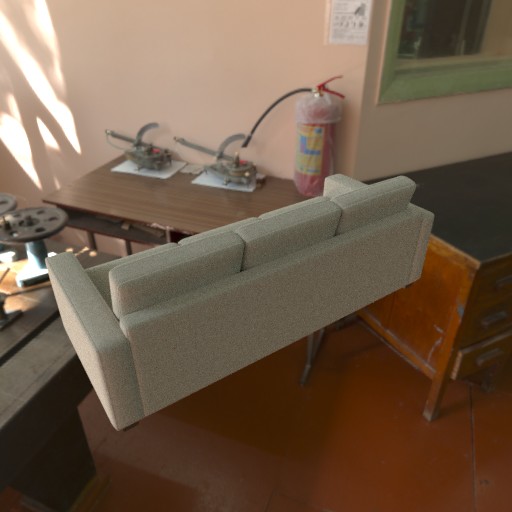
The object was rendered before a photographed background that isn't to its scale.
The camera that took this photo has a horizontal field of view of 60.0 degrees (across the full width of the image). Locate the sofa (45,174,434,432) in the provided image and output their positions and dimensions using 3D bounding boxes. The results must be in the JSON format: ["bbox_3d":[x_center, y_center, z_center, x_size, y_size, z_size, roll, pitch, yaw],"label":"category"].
[{"bbox_3d":[0.000,0.000,2.659,2.160,0.800,0.900,-20,37,-29],"label":"sofa"}]
